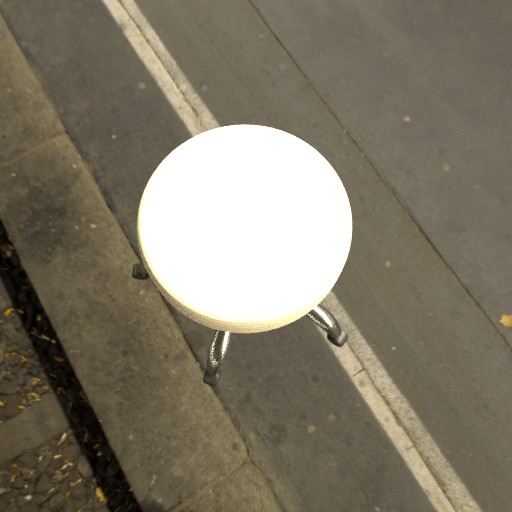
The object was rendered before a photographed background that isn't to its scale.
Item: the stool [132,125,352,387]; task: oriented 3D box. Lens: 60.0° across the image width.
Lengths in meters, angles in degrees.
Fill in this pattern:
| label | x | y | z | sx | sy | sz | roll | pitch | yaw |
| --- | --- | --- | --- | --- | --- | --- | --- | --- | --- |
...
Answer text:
| label | x | y | z | sx | sy | sz | roll | pitch | yaw |
| --- | --- | --- | --- | --- | --- | --- | --- | --- | --- |
| stool | 0.000 | 0.000 | 1.066 | 0.614 | 0.482 | 0.634 | 36 | 77 | 10 |
